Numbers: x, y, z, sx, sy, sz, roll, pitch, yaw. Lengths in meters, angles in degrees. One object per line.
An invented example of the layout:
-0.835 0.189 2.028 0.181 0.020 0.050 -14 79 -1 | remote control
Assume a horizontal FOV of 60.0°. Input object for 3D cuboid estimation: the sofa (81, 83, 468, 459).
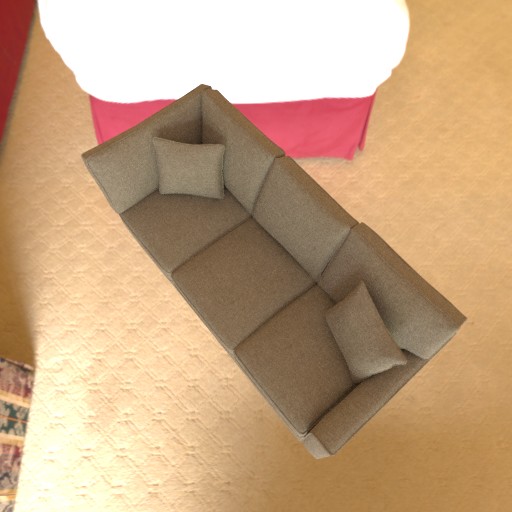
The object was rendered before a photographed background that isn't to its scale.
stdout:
0.000 0.000 2.864 1.061 0.962 2.317 -37 69 -17 | sofa
